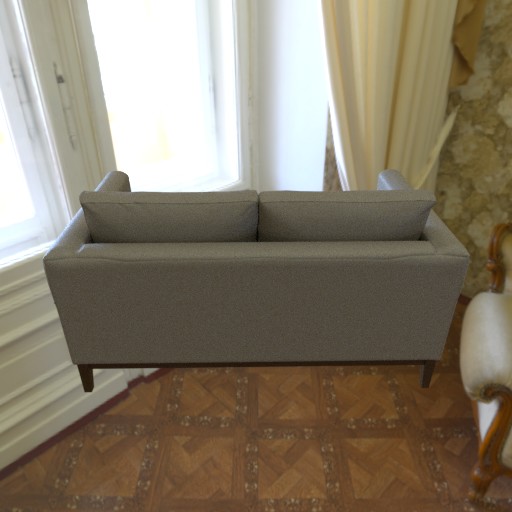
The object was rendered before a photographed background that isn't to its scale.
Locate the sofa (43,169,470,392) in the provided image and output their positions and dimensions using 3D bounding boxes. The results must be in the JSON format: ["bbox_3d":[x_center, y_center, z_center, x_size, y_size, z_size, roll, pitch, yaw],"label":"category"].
[{"bbox_3d":[0.000,0.000,2.116,1.598,0.873,0.899,0,30,-1],"label":"sofa"}]
